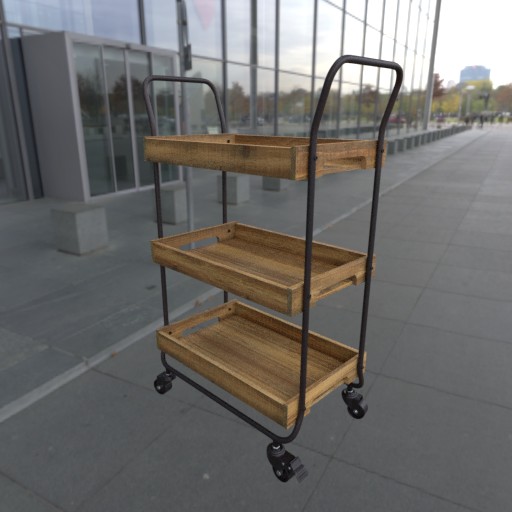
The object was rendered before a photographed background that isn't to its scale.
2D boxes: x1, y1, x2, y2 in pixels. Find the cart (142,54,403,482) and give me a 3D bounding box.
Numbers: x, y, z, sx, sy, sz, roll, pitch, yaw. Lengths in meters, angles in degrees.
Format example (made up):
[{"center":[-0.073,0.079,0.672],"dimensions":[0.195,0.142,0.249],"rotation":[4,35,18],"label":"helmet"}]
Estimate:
[{"center":[0.000,0.000,1.100],"dimensions":[0.583,0.857,0.339],"rotation":[17,24,42],"label":"cart"}]
